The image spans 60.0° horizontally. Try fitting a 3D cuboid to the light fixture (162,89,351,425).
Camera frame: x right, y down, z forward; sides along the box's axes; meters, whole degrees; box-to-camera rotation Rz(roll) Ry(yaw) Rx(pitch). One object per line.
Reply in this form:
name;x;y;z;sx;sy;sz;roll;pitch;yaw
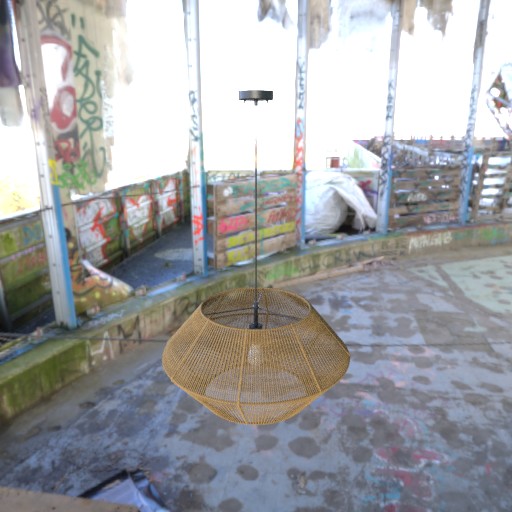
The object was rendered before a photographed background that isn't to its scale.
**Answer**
light fixture;0.000;0.000;1.443;0.643;1.009;0.643;0;16;0
